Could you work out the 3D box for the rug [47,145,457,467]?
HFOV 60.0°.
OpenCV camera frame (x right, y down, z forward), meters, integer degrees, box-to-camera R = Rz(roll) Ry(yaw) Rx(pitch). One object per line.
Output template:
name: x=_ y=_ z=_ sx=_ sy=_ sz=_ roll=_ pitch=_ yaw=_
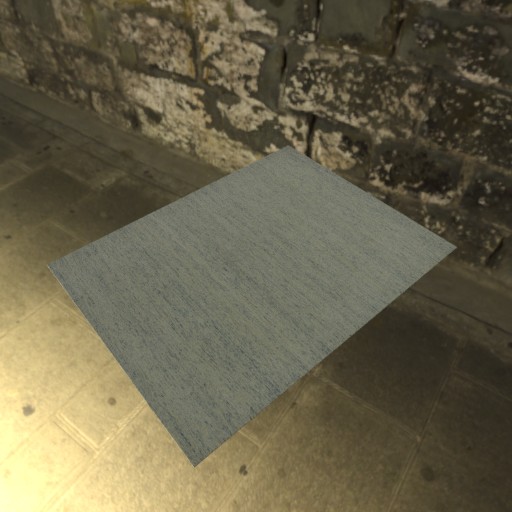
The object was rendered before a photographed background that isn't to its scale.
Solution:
rug: x=0.000 y=0.000 z=4.338 sx=3.197 sy=0.006 sz=2.438 roll=-32 pitch=54 yaw=-27
